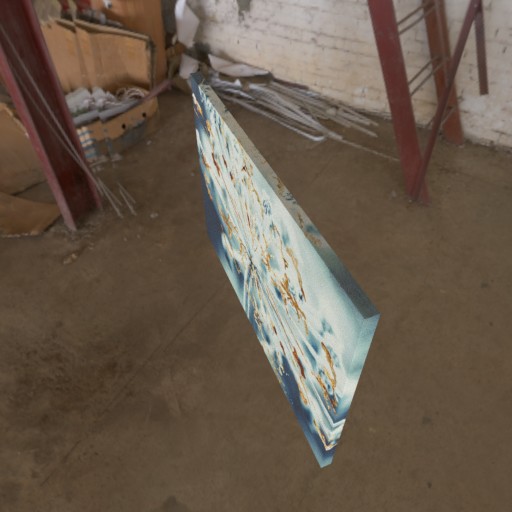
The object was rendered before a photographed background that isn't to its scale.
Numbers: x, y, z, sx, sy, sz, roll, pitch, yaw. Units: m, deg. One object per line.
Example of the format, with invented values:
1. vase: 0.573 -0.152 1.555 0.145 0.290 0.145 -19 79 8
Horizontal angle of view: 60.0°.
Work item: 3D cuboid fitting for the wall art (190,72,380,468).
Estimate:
1. wall art: 0.000 0.000 1.455 0.035 0.759 1.138 -16 48 -15
